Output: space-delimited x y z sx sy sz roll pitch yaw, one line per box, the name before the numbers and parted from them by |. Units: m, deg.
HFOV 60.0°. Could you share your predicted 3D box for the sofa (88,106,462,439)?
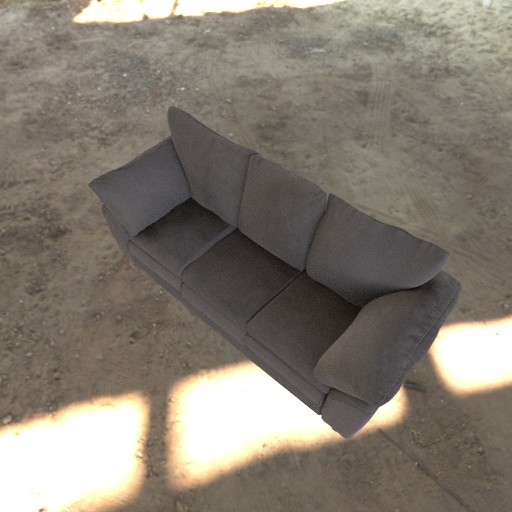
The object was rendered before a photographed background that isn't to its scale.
sofa | 0.000 0.000 2.858 2.336 1.073 0.878 34 56 27
